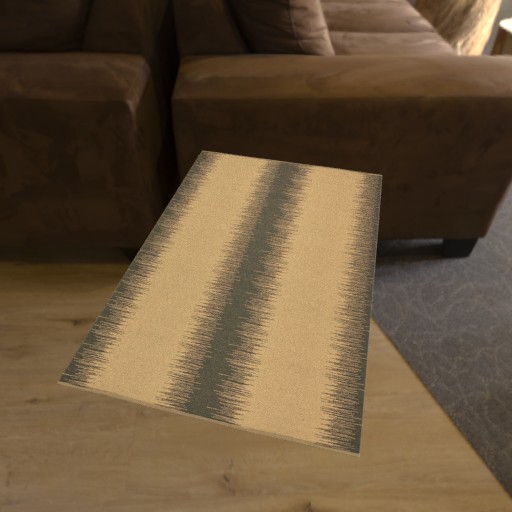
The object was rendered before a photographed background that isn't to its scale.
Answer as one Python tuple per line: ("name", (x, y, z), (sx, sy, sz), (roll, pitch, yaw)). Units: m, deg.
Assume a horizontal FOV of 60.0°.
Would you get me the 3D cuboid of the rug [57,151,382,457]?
("rug", (0.000, 0.000, 2.352), (1.234, 0.006, 1.854), (10, 46, 10))
